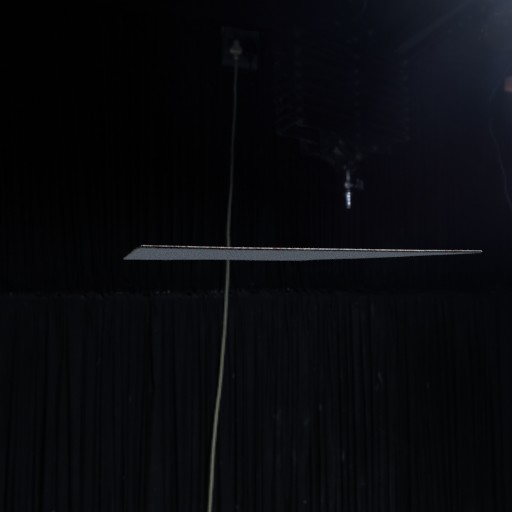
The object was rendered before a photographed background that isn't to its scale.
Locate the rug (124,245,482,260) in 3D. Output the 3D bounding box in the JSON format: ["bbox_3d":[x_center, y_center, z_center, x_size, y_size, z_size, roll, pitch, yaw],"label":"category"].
[{"bbox_3d":[0.000,0.000,4.362,2.436,0.024,3.226,1,-2,-18],"label":"rug"}]
